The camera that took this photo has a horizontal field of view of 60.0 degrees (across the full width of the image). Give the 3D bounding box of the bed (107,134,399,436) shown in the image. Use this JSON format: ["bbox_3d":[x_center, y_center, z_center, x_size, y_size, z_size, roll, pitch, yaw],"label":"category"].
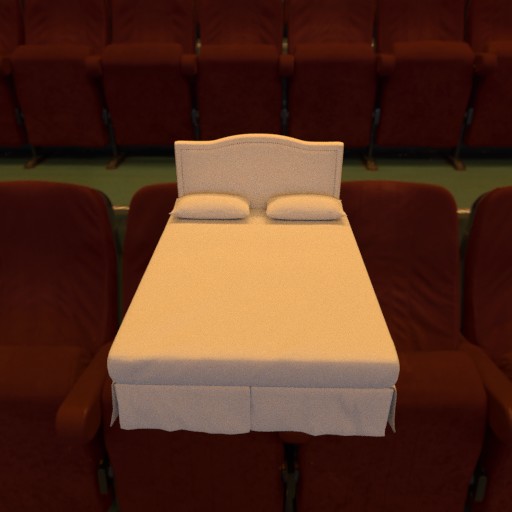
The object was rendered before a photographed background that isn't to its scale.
[{"bbox_3d":[0.000,0.000,3.745,1.977,1.437,2.477,1,30,1],"label":"bed"}]
